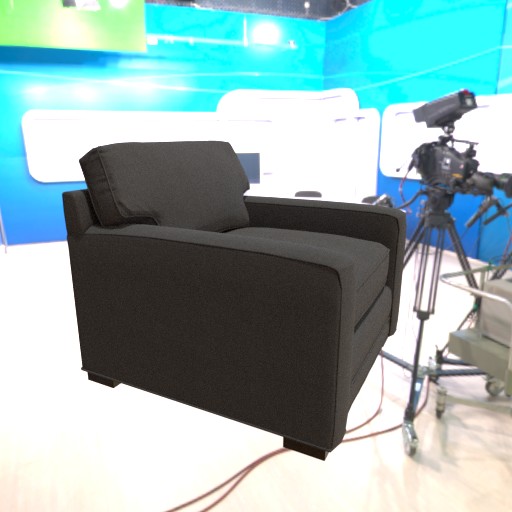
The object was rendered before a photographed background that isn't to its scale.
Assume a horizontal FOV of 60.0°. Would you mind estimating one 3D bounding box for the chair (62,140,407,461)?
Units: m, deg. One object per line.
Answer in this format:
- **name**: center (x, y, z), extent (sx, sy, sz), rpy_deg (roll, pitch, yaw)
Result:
- **chair**: center (0.000, 0.000, 1.823), extent (1.043, 0.913, 0.997), rpy_deg (8, 17, 26)
